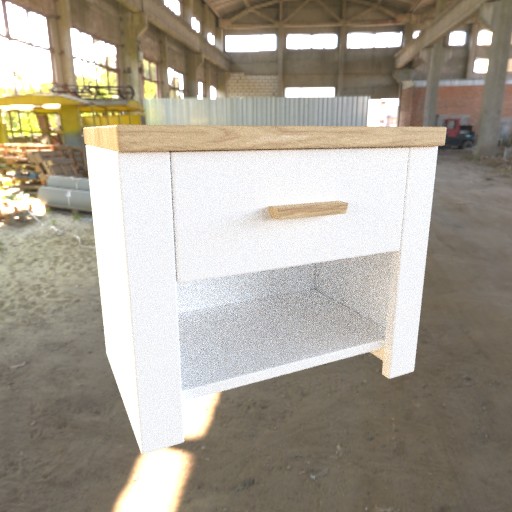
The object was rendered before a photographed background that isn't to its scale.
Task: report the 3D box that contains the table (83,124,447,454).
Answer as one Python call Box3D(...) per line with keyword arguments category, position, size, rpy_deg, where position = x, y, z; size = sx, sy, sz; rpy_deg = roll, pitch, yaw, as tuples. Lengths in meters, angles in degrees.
Box3D(category="table", position=(0.000, 0.000, 0.788), size=(0.500, 0.440, 0.360), rpy_deg=(-8, 17, -25))
